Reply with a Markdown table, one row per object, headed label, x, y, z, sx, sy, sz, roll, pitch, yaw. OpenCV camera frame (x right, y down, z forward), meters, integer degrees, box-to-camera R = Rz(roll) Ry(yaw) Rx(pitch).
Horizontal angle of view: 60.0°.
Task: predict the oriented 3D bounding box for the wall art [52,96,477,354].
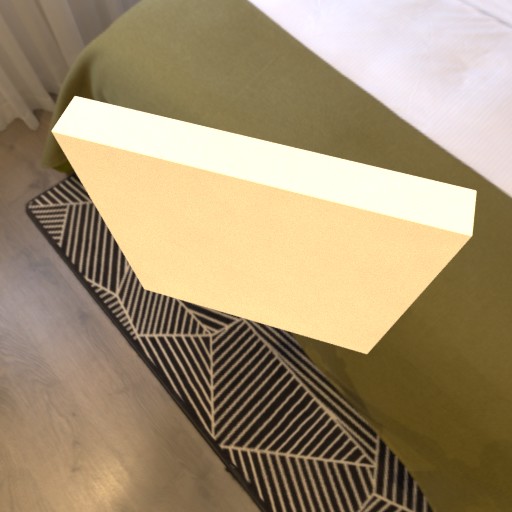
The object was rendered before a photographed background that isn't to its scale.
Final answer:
| label | x | y | z | sx | sy | sz | roll | pitch | yaw |
| --- | --- | --- | --- | --- | --- | --- | --- | --- | --- |
| wall art | 0.000 | 0.000 | 0.452 | 0.305 | 0.305 | 0.038 | 15 | 64 | 8 |
